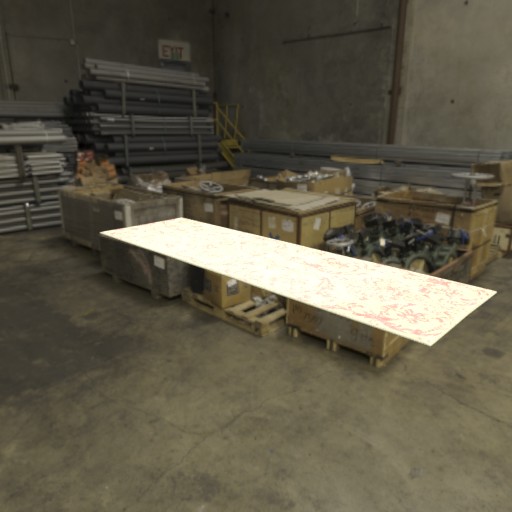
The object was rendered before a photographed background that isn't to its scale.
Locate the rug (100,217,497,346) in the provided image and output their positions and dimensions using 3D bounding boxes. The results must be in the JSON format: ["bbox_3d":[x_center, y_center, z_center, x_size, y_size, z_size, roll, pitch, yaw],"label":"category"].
[{"bbox_3d":[0.000,0.000,2.377,2.196,0.011,0.662,16,23,42],"label":"rug"}]
